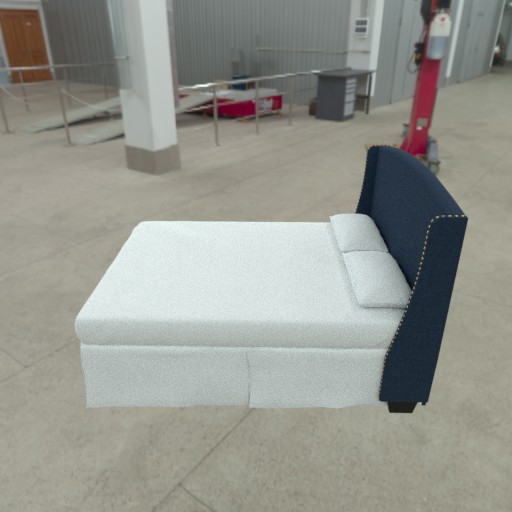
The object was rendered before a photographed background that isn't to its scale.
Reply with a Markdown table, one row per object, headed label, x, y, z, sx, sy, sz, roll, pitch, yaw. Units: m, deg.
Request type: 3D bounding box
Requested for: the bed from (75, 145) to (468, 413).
| label | x | y | z | sx | sy | sz | roll | pitch | yaw |
| --- | --- | --- | --- | --- | --- | --- | --- | --- | --- |
| bed | 0.000 | 0.000 | 3.203 | 2.223 | 1.402 | 1.604 | 1 | 27 | 1 |
